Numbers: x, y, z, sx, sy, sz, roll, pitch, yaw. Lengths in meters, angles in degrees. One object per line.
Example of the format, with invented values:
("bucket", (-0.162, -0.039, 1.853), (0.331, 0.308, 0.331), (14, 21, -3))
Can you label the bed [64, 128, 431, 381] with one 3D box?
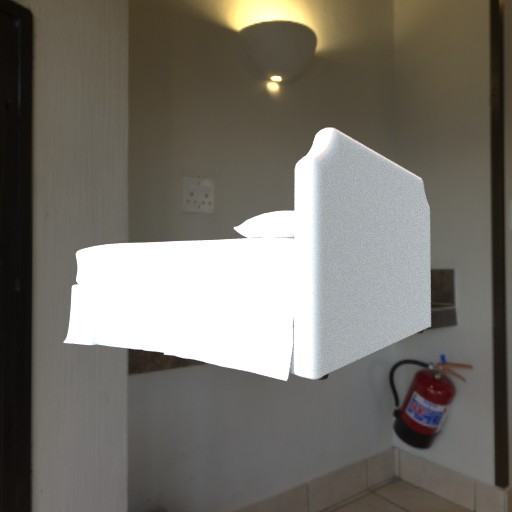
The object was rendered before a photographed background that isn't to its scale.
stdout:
("bed", (0.000, 0.000, 3.590), (2.204, 1.301, 2.160), (-1, -1, 35))
